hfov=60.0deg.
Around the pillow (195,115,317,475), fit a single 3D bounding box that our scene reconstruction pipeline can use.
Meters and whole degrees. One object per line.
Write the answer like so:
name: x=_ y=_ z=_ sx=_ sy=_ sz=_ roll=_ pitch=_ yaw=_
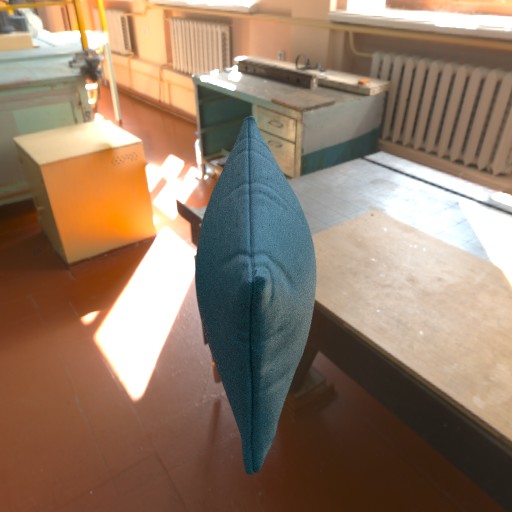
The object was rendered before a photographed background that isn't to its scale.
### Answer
pillow: x=0.000 y=0.000 z=0.803 sx=0.210 sy=0.338 sz=0.633 roll=-1 pitch=32 yaw=-1
